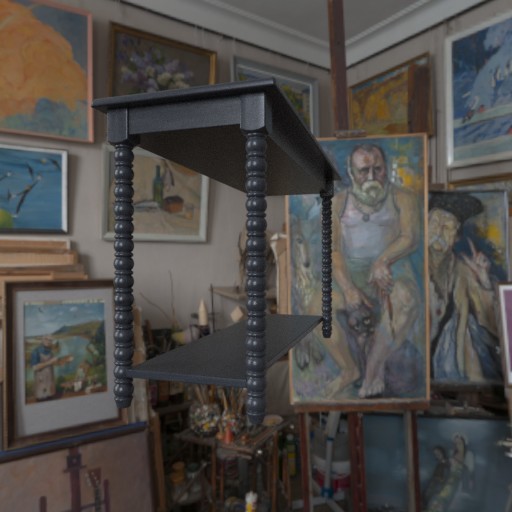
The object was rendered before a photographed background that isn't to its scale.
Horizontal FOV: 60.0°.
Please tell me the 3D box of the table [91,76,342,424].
[{"bbox_3d":[0.000,0.000,1.538,0.459,0.735,1.184,0,0,17],"label":"table"}]
